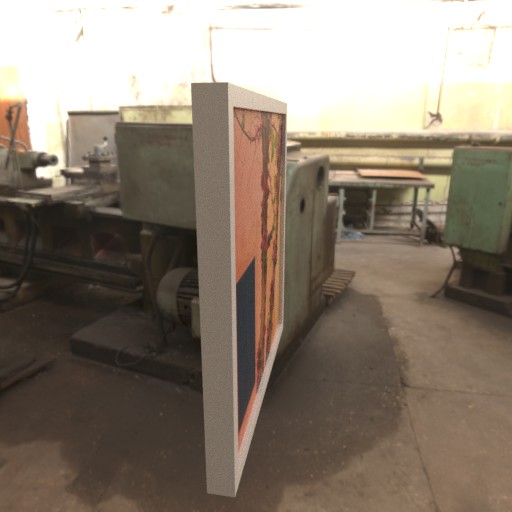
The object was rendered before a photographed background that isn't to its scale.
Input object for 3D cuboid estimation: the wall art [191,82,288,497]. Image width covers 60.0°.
[{"bbox_3d":[0.000,0.000,0.749,0.038,0.508,0.507,3,17,10],"label":"wall art"}]
